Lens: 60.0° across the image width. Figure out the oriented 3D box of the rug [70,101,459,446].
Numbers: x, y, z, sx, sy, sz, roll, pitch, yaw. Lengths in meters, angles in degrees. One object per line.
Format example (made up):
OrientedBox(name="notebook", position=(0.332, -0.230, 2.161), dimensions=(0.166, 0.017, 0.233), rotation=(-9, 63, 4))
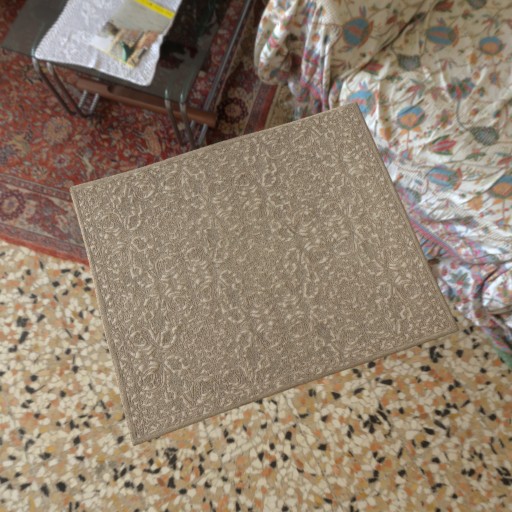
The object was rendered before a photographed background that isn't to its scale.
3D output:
OrientedBox(name="rug", position=(0.000, 0.000, 4.137), dimensions=(3.017, 0.035, 2.472), rotation=(-18, 76, -5))
